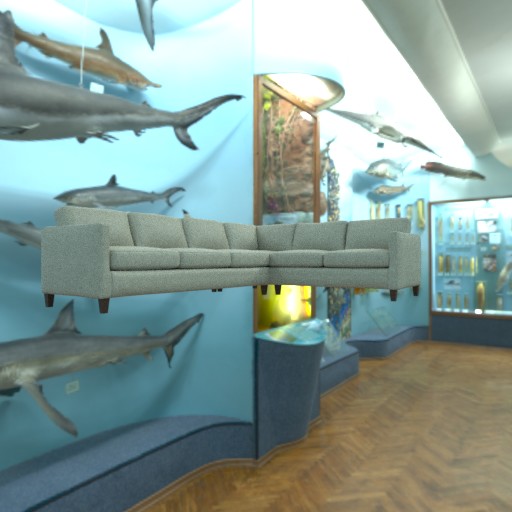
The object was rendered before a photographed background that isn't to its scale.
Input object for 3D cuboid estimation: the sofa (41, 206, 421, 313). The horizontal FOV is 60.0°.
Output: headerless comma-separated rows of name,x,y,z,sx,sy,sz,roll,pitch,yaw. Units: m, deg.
sofa,0.000,0.000,4.627,2.522,0.934,3.333,0,-1,35
